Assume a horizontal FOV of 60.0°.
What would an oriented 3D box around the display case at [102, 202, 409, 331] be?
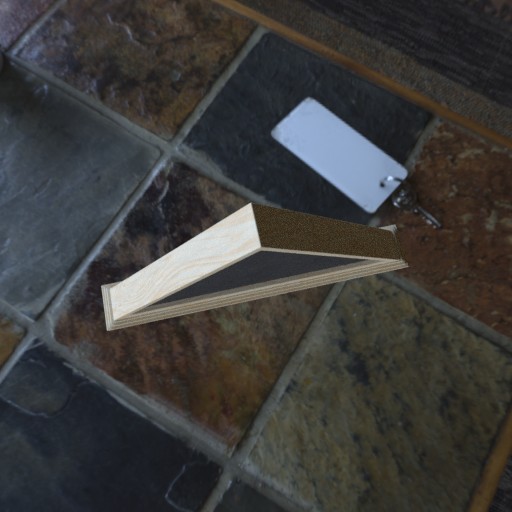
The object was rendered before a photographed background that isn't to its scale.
[{"bbox_3d":[0.000,0.000,0.772,0.640,0.340,0.095,-12,76,-3],"label":"display case"}]
